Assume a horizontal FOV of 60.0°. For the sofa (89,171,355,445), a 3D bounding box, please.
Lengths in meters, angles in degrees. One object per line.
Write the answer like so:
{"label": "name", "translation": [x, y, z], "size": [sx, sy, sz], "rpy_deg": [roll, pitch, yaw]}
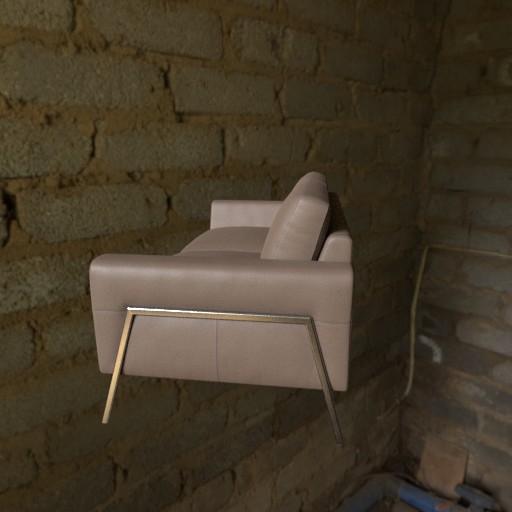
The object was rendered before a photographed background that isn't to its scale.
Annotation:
{"label": "sofa", "translation": [0.000, 0.000, 2.515], "size": [0.953, 0.875, 2.017], "rpy_deg": [2, 14, 8]}
